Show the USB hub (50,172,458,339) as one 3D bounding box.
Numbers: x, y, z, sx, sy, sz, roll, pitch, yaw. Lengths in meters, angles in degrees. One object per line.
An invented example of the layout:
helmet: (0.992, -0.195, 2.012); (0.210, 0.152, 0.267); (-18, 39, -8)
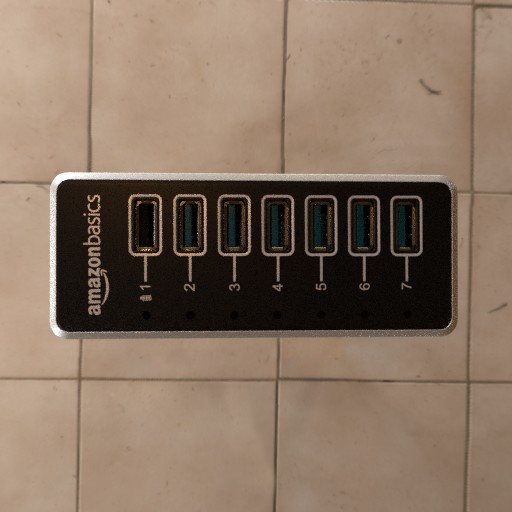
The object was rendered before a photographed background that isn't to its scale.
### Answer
USB hub: (0.000, 0.000, 0.130); (0.110, 0.023, 0.044); (0, 90, -2)
